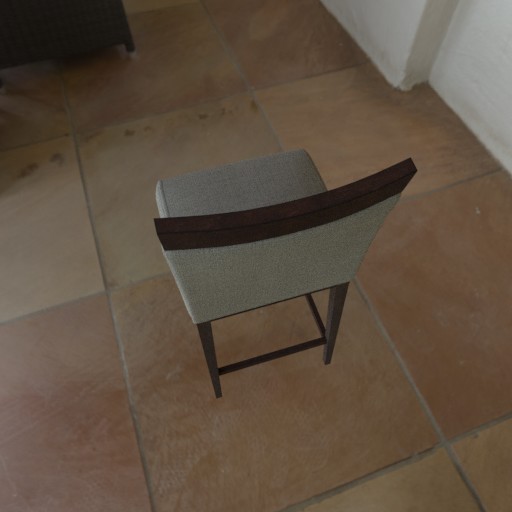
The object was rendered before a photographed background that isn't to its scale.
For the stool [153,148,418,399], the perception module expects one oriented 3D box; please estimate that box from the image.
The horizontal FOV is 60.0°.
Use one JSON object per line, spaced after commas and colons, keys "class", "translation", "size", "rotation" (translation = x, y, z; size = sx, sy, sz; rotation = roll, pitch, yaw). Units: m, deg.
{"class": "stool", "translation": [0.000, 0.000, 1.399], "size": [0.511, 1.117, 0.531], "rotation": [-15, 59, -9]}
